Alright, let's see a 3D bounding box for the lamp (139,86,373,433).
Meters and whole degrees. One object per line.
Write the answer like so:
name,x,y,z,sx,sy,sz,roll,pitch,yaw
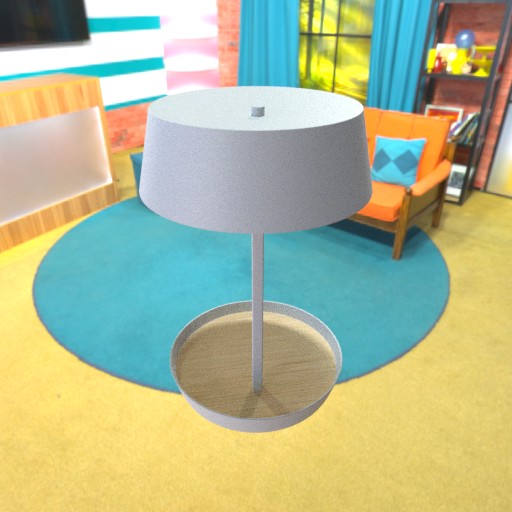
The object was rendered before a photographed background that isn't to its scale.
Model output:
lamp,0.000,0.000,0.620,0.291,0.429,0.291,0,30,0
